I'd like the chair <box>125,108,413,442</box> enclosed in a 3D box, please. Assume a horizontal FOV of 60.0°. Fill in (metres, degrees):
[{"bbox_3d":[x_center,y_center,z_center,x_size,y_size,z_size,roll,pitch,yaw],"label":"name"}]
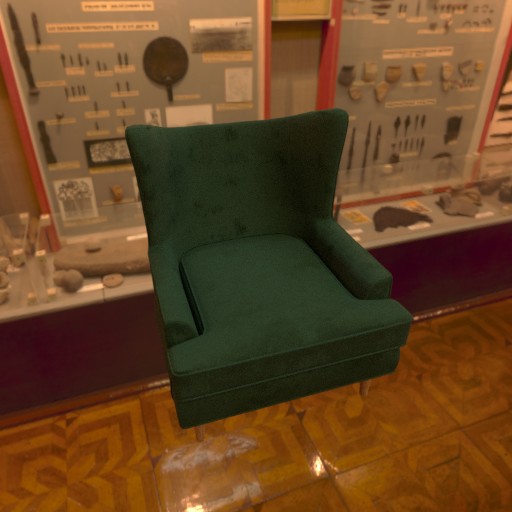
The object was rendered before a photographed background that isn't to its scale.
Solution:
[{"bbox_3d":[0.000,0.000,1.647,0.793,0.952,0.910,-10,33,-16],"label":"chair"}]
